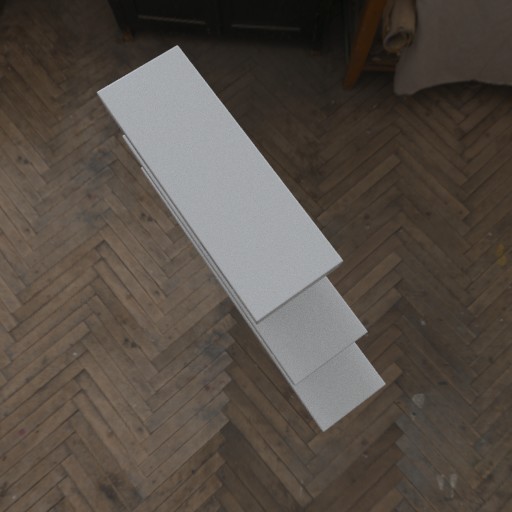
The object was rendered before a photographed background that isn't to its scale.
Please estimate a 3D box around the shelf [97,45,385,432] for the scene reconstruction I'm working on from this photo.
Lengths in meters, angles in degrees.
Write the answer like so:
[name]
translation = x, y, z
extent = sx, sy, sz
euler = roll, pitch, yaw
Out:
[shelf]
translation = 0.000, 0.000, 0.737
extent = 0.140, 0.293, 0.610
euler = -34, 79, -8
